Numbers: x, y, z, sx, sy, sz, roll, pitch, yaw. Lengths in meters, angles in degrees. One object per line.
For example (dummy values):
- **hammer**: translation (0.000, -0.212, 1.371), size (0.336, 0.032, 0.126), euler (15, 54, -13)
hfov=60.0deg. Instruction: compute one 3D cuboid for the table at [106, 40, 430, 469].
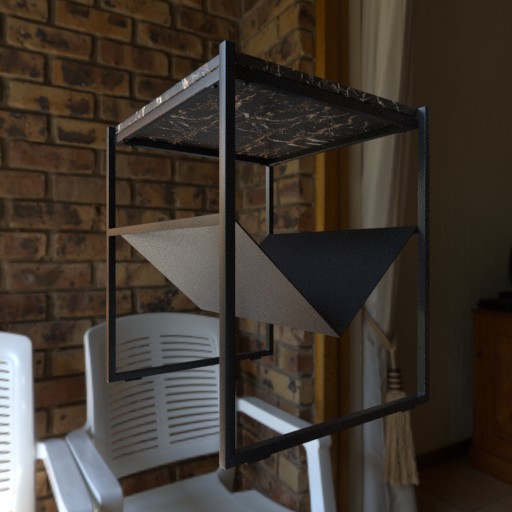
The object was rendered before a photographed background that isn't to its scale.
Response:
- **table**: translation (0.000, 0.000, 0.859), size (0.432, 0.534, 0.469), euler (0, 0, -36)
